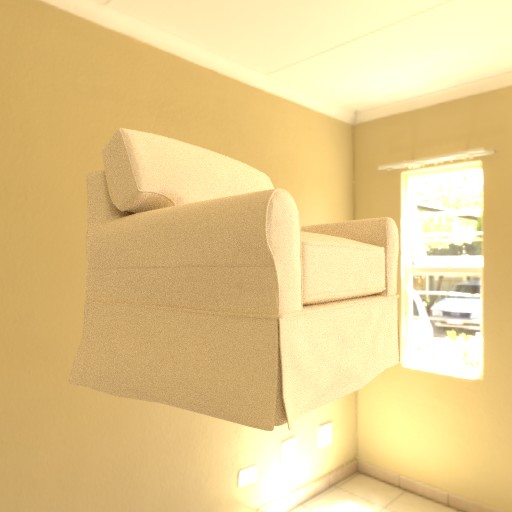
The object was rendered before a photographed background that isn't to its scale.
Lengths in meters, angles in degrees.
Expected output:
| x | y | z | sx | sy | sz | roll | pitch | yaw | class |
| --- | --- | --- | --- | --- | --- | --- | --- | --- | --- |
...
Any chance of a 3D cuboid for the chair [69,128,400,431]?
| x | y | z | sx | sy | sz | roll | pitch | yaw | class |
| --- | --- | --- | --- | --- | --- | --- | --- | --- | --- |
| 0.000 | 0.000 | 1.805 | 0.904 | 0.958 | 1.099 | -1 | -1 | 35 | chair |
